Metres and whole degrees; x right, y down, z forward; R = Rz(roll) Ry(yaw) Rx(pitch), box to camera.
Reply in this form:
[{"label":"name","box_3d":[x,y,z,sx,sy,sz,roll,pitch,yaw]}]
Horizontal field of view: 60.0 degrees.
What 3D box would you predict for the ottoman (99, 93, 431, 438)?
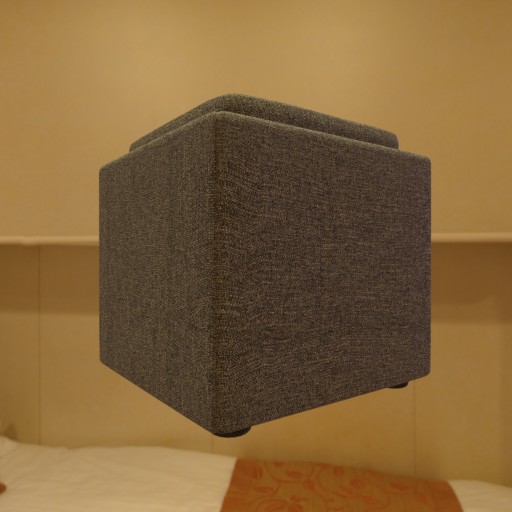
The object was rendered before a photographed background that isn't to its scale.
[{"label":"ottoman","box_3d":[0.000,0.000,0.824,0.450,0.460,0.450,0,1,-36]}]
